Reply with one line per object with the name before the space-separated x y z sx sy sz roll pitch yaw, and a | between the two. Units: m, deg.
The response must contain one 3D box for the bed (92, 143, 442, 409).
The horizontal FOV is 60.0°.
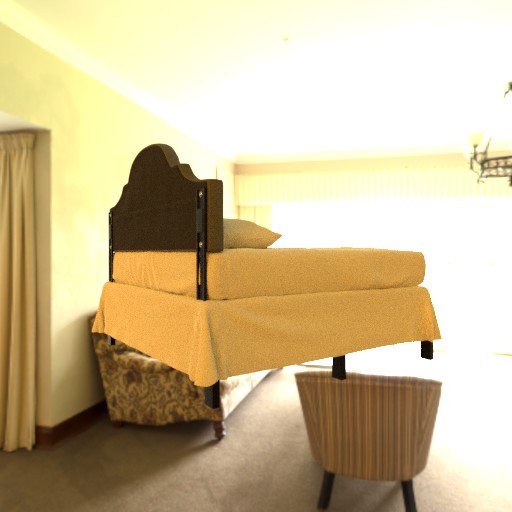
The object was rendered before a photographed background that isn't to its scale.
bed | 0.000 0.000 3.793 2.222 1.631 2.303 0 1 -34
